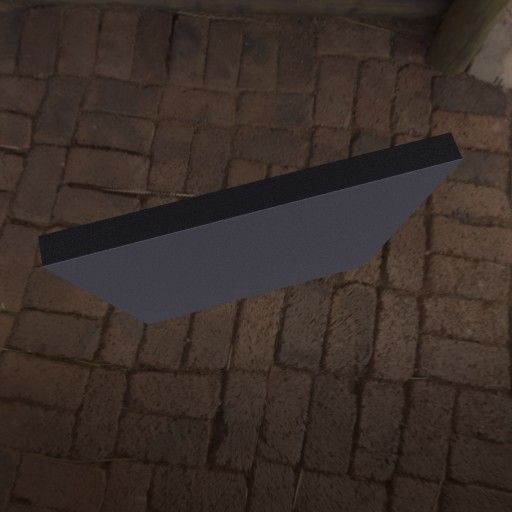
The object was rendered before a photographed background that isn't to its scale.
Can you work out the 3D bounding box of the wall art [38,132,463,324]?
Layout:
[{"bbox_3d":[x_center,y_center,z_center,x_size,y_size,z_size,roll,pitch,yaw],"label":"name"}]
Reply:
[{"bbox_3d":[0.000,0.000,0.763,0.507,0.507,0.038,-15,75,-4],"label":"wall art"}]
